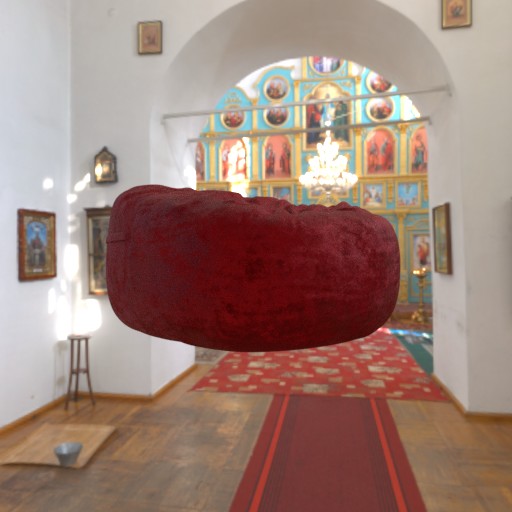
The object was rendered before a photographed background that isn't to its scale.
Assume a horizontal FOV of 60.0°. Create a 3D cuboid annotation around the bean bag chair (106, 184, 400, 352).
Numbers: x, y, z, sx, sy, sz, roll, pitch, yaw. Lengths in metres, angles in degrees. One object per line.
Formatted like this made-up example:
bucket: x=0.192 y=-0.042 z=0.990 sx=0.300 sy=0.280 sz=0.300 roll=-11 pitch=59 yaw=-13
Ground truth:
bean bag chair: x=0.000 y=0.000 z=2.465 sx=1.524 sy=0.878 sz=1.524 roll=1 pitch=-2 yaw=-35
